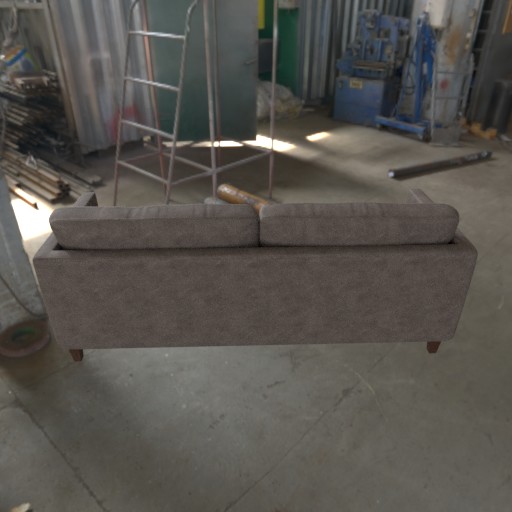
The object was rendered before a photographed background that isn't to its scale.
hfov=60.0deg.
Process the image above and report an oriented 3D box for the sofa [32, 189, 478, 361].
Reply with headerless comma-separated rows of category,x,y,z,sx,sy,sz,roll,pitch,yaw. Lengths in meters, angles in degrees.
sofa,0.000,0.000,2.908,2.434,0.965,0.951,-1,31,-2
